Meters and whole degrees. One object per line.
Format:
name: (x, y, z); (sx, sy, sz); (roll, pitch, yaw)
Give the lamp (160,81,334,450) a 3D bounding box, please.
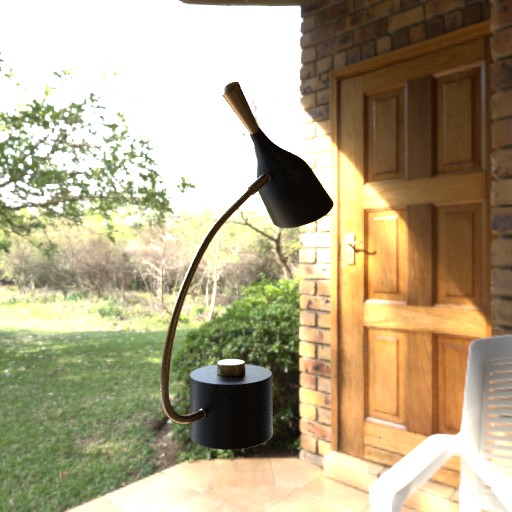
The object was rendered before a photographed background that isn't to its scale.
lamp: (0.000, 0.000, 0.630); (0.110, 0.464, 0.352); (0, -1, 36)
